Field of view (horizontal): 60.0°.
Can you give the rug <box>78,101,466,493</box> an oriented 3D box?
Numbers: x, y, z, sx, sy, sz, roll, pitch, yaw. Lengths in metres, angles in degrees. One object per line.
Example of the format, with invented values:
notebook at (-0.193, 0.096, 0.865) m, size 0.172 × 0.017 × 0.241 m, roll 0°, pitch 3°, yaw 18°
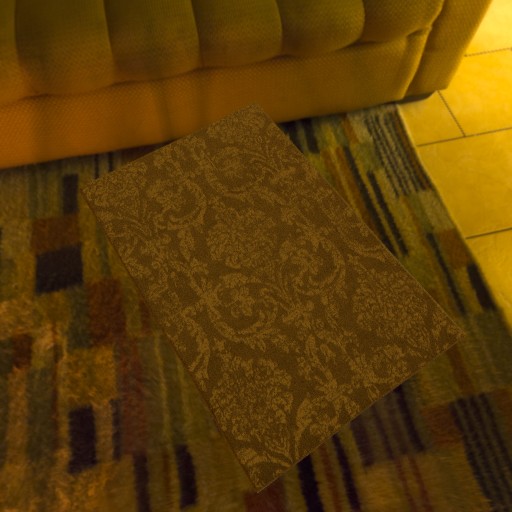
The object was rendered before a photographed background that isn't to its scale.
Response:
rug at (0.000, 0.000, 2.313) m, size 1.206 × 0.012 × 1.824 m, roll -31°, pitch 67°, yaw -14°
